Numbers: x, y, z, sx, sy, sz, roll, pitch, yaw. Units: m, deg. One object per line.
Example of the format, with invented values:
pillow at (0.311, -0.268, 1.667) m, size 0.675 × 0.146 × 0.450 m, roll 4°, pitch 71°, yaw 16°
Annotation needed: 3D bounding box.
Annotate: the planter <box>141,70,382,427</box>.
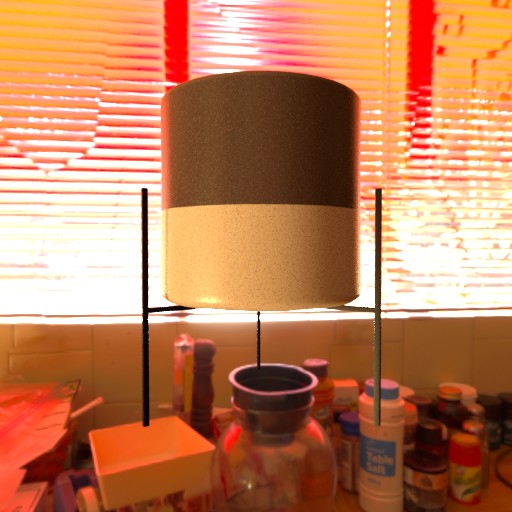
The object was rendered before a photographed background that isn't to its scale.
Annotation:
planter at (0.000, 0.000, 0.517) m, size 0.260 × 0.353 × 0.250 m, roll -1°, pitch 2°, yaw -37°
